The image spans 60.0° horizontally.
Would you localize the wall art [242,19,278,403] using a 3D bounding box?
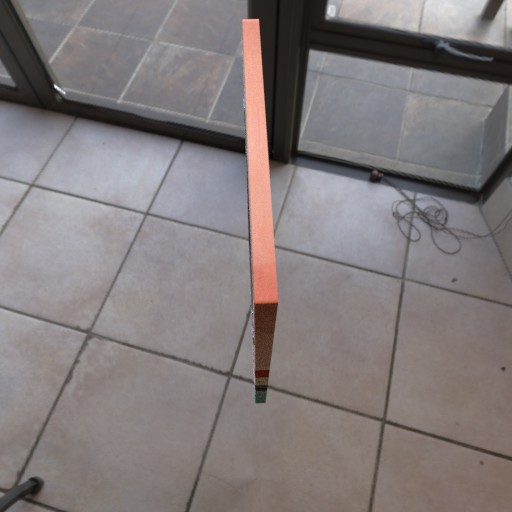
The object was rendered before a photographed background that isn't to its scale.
[{"bbox_3d":[0.000,0.000,1.166,0.038,0.914,0.610,-2,63,-1],"label":"wall art"}]
